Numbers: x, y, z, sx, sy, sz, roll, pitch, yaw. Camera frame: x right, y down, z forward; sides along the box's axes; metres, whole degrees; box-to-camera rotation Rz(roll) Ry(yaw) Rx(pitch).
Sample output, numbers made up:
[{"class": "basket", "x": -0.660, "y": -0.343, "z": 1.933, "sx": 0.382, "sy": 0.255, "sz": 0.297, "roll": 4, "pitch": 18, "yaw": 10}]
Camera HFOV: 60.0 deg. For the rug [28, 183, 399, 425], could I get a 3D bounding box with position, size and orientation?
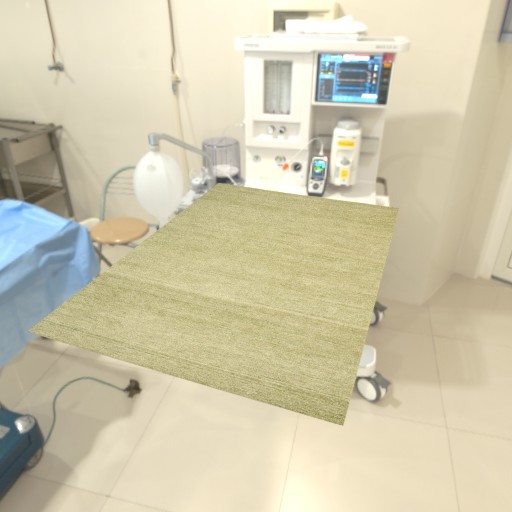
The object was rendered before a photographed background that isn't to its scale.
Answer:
[{"class": "rug", "x": 0.000, "y": 0.000, "z": 2.910, "sx": 1.606, "sy": 0.017, "sz": 2.270, "roll": 11, "pitch": 32, "yaw": 18}]
